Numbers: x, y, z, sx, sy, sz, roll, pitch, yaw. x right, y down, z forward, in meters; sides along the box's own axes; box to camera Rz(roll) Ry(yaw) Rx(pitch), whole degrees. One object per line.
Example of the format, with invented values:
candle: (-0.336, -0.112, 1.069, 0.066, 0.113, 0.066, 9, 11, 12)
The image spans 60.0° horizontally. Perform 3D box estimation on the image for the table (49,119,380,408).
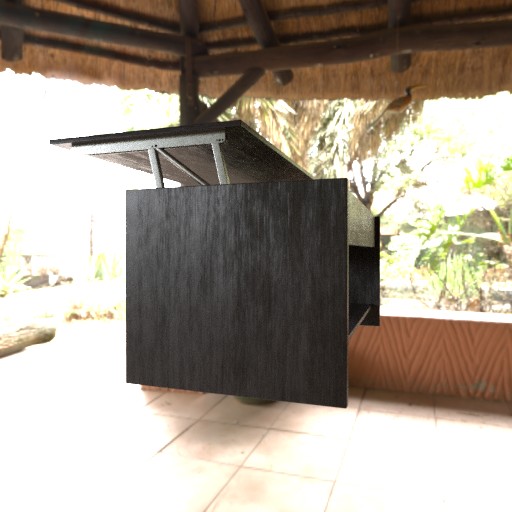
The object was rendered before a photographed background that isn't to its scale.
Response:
table: (0.000, 0.000, 1.428, 0.712, 0.570, 1.000, 0, 1, 19)
